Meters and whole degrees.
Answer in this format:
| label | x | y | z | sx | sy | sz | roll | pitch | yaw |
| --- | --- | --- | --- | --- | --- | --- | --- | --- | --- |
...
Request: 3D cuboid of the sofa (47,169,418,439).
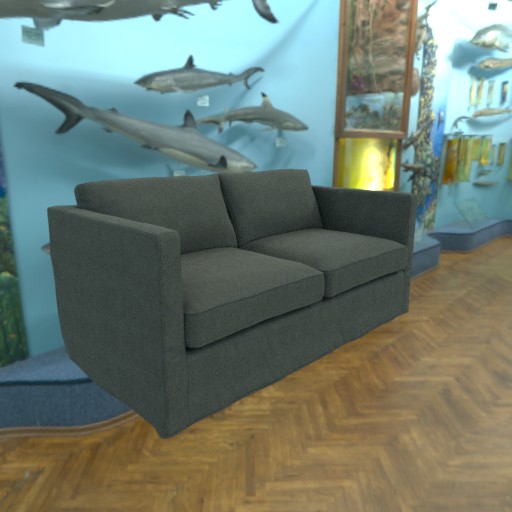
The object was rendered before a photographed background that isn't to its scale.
| label | x | y | z | sx | sy | sz | roll | pitch | yaw |
| --- | --- | --- | --- | --- | --- | --- | --- | --- | --- |
| sofa | 0.000 | 0.000 | 2.368 | 1.802 | 0.854 | 0.974 | -13 | 19 | -43 |
